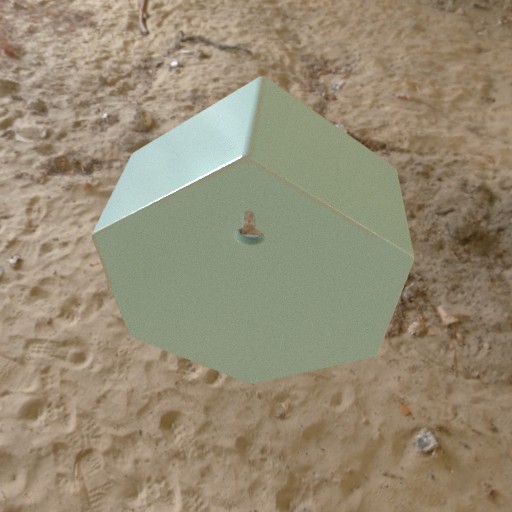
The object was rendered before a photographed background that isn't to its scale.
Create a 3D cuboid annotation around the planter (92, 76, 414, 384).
[{"bbox_3d":[0.000,0.000,0.291,0.169,0.207,0.078,4,47,4],"label":"planter"}]
